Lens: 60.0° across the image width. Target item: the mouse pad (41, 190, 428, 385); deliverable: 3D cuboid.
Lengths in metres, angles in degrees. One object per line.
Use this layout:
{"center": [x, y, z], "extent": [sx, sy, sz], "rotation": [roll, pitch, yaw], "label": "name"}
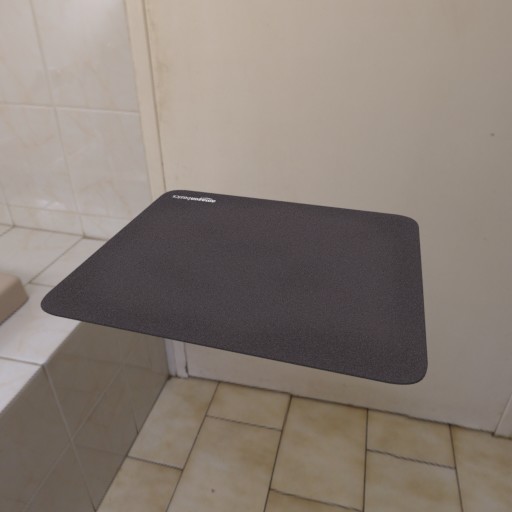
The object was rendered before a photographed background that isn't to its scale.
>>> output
{"center": [0.000, 0.000, 0.440], "extent": [0.315, 0.002, 0.269], "rotation": [8, 32, 14], "label": "mouse pad"}
